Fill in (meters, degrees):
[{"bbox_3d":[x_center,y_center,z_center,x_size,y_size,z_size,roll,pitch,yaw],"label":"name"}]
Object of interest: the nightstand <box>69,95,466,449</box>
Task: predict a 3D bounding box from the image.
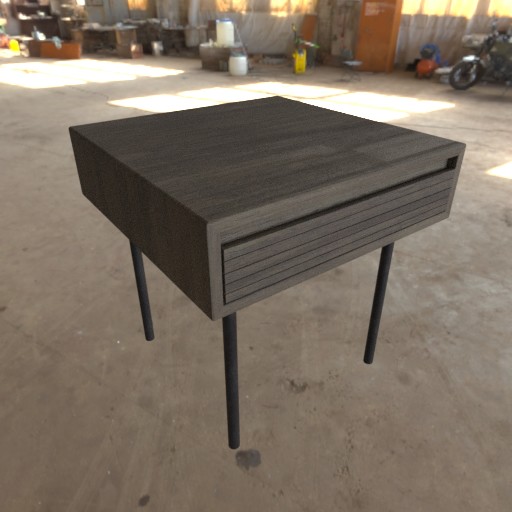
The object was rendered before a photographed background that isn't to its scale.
[{"bbox_3d":[0.000,0.000,0.906,0.502,0.497,0.503,-21,36,-31],"label":"nightstand"}]
